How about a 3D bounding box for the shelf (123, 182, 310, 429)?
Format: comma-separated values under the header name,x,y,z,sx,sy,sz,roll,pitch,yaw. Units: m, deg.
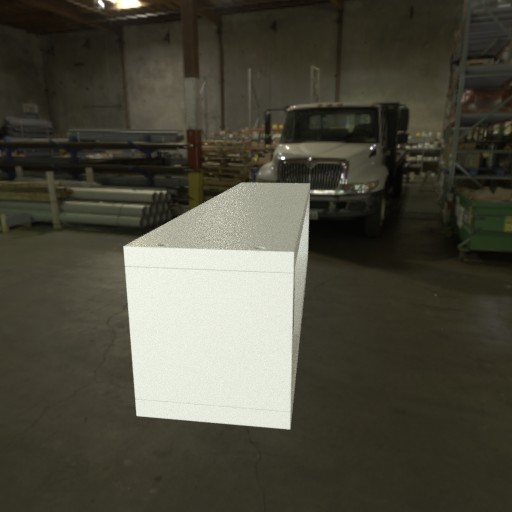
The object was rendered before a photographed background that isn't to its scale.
name,x,y,z,sx,sy,sz,roll,pitch,yaw
shelf,0.000,0.000,0.692,0.150,0.170,0.610,2,15,8
